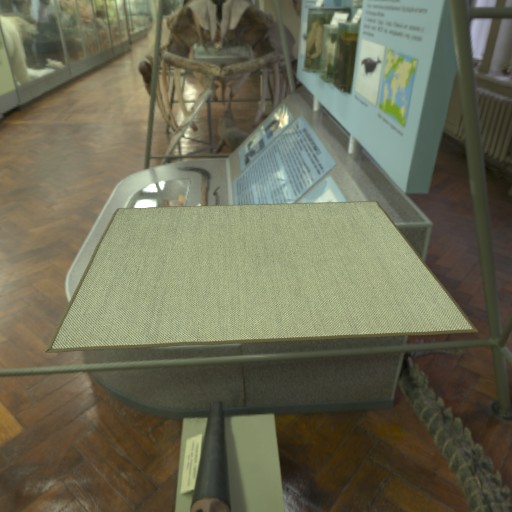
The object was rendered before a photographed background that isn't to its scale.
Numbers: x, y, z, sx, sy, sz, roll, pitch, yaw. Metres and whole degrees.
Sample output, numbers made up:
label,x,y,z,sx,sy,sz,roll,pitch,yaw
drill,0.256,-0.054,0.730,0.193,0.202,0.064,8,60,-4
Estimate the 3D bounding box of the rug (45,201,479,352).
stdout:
label,x,y,z,sx,sy,sz,roll,pitch,yaw
rug,0.000,0.000,4.101,3.041,0.020,2.413,-2,30,-3
